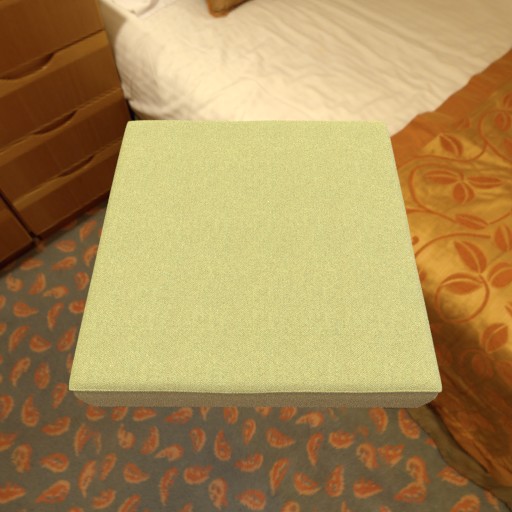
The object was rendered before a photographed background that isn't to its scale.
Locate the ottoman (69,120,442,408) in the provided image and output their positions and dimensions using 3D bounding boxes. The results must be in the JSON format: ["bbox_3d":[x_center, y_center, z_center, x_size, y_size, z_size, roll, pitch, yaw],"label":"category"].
[{"bbox_3d":[0.000,0.000,1.520,0.968,0.379,1.004,0,59,0],"label":"ottoman"}]
